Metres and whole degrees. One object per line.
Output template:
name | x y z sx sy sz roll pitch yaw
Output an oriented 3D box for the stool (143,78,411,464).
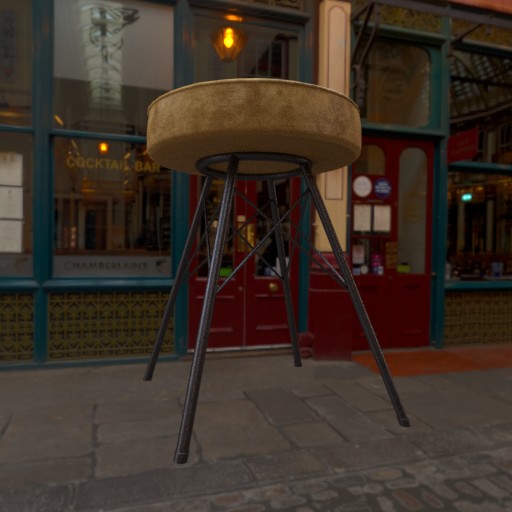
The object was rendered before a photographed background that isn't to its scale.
stool | 0.000 0.000 0.916 0.438 0.595 0.472 0 0 -18
